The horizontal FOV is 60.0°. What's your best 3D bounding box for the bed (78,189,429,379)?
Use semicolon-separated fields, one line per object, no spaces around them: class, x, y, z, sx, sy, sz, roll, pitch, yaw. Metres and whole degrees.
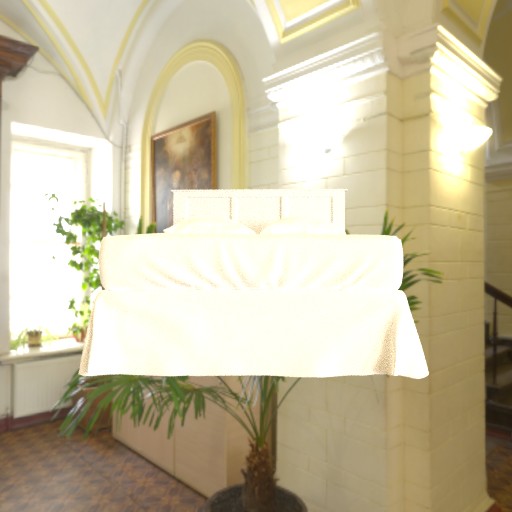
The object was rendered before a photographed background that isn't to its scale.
bed;0.000;0.000;3.199;1.876;1.269;2.047;0;-1;2
